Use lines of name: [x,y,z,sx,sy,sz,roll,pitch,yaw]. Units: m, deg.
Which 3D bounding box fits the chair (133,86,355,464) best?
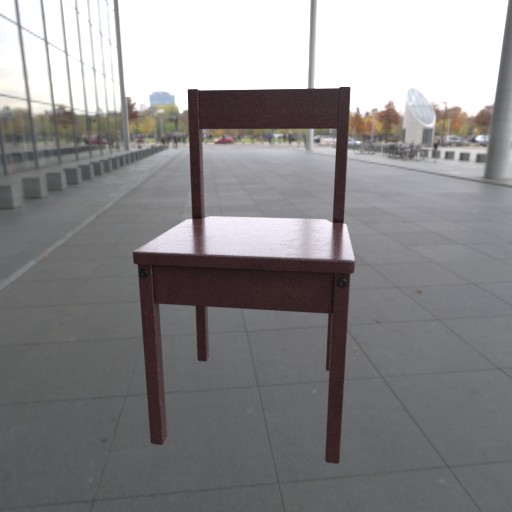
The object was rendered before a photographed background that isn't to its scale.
chair: [0.000,0.000,0.894,0.367,0.668,0.361,2,15,8]
